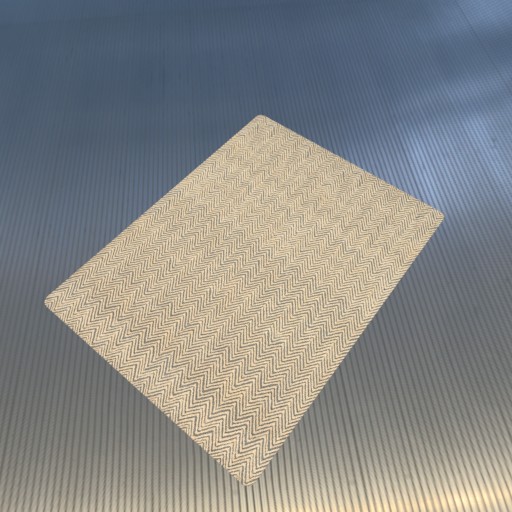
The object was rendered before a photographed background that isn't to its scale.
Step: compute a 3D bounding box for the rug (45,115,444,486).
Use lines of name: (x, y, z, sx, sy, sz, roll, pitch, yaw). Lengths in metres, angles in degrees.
rug: (0.000, 0.000, 4.293, 2.439, 0.014, 3.207, 34, 64, 19)
